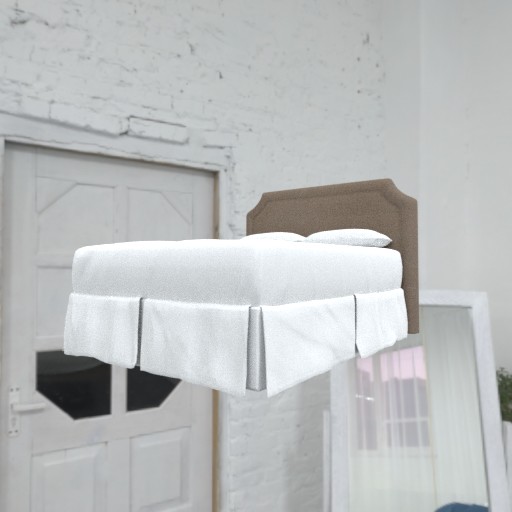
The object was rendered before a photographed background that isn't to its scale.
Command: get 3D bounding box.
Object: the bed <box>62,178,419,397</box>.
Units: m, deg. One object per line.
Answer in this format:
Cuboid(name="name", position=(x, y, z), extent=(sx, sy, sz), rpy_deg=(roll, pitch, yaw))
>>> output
Cuboid(name="bed", position=(0.000, 0.000, 3.198), extent=(1.693, 1.290, 2.116), rpy_deg=(-1, -1, 37))
